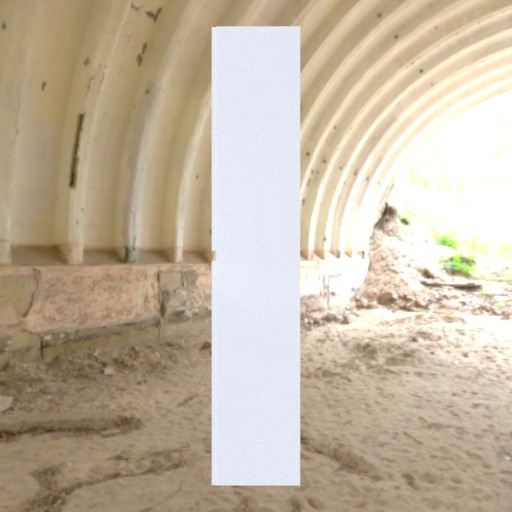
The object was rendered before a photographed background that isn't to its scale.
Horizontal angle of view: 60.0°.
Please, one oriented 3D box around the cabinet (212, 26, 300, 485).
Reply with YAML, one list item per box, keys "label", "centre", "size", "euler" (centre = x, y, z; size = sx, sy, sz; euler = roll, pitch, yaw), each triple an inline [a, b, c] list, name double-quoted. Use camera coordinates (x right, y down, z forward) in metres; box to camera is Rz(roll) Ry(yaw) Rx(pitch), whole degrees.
- label: "cabinet"
  centre: [0.000, 0.000, 1.502]
  size: [0.270, 1.400, 0.300]
  euler: [0, 0, 0]
